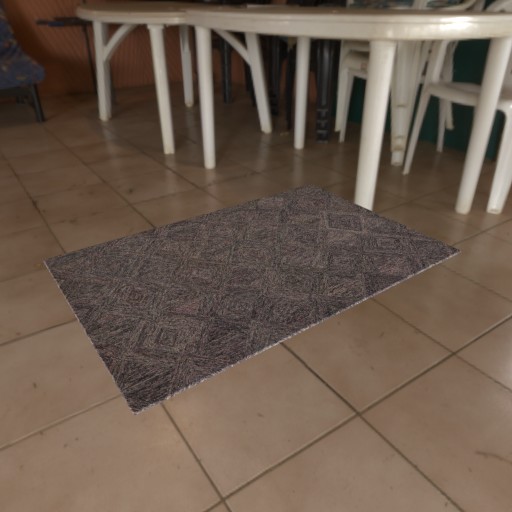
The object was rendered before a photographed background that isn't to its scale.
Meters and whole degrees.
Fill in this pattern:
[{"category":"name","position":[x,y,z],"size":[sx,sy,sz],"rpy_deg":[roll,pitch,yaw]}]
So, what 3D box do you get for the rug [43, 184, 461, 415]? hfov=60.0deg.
[{"category":"rug","position":[0.000,0.000,2.907],"size":[2.298,0.017,1.501],"rpy_deg":[-20,36,-30]}]
